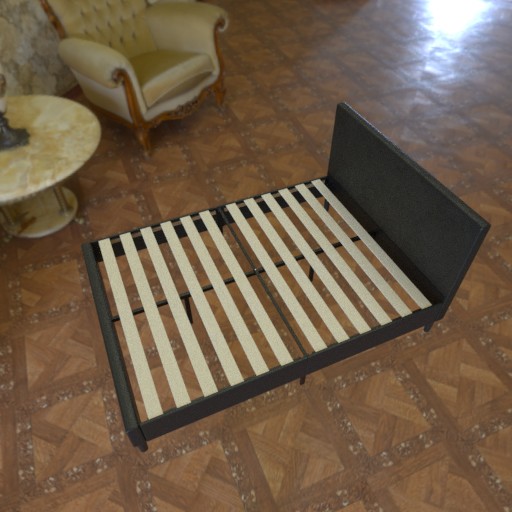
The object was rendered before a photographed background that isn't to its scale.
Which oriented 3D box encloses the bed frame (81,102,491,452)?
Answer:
[{"bbox_3d":[0.000,0.000,3.202,2.318,1.127,1.634,-18,49,-16],"label":"bed frame"}]
